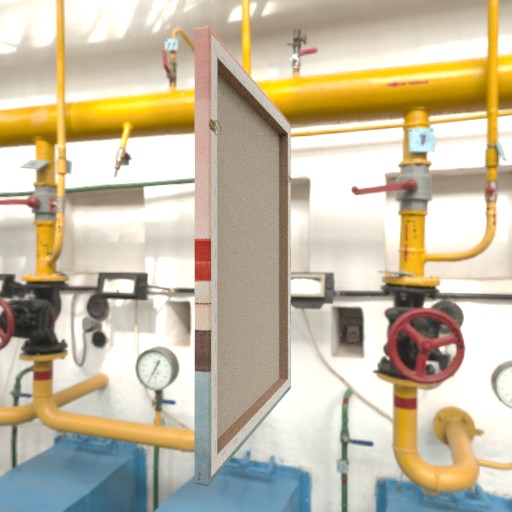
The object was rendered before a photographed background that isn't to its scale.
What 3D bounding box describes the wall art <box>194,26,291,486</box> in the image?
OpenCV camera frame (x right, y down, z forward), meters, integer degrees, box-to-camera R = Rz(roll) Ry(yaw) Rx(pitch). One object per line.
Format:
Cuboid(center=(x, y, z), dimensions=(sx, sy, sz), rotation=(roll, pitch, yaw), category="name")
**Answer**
Cuboid(center=(0.000, 0.000, 1.344), dimensions=(0.039, 1.016, 0.761), rotation=(0, 0, 18), category="wall art")
